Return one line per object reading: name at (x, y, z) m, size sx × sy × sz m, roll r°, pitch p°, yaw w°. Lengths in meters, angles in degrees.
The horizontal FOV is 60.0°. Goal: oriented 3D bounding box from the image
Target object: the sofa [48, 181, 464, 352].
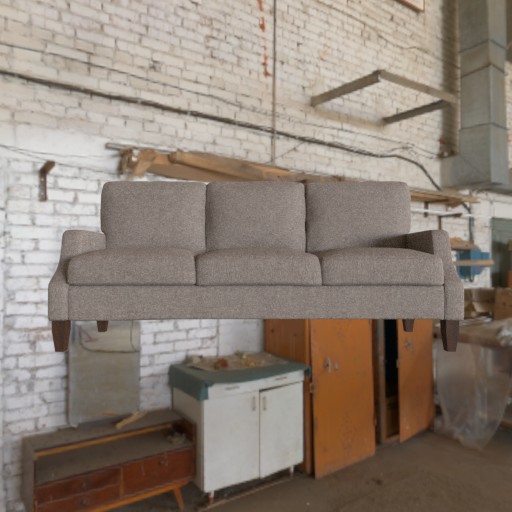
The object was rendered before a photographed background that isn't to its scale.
sofa at (0.000, 0.000, 2.645) m, size 2.115 × 0.984 × 0.888 m, roll 0°, pitch 0°, yaw 0°
